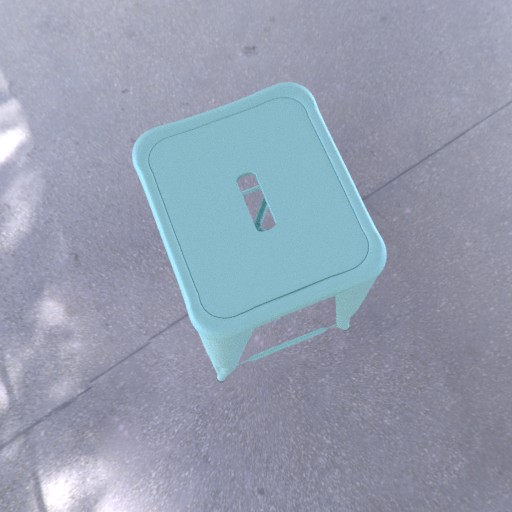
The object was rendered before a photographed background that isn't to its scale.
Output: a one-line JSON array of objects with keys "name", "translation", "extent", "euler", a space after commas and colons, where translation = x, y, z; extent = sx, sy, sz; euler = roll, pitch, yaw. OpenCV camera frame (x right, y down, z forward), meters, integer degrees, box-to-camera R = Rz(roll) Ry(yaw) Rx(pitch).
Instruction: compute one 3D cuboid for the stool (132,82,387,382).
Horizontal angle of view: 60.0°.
[{"name": "stool", "translation": [0.000, 0.000, 0.851], "extent": [0.359, 0.609, 0.399], "euler": [-22, 78, -5]}]
